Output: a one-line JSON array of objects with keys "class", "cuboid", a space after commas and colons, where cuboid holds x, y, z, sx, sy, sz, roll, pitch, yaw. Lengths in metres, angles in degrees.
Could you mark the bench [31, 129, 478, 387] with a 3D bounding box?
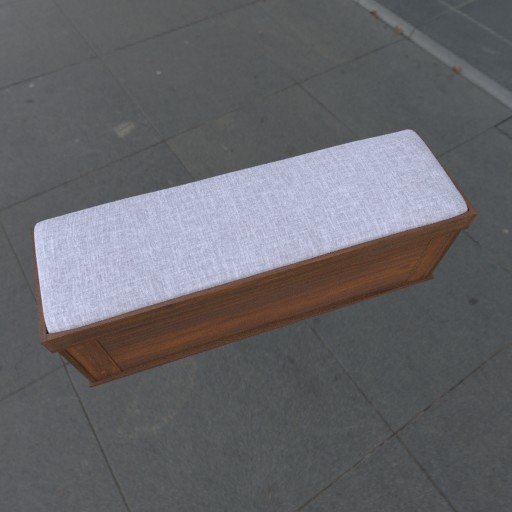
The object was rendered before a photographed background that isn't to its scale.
[{"class": "bench", "cuboid": [0.000, 0.000, 1.404, 1.196, 0.468, 0.367, -16, 59, -10]}]
